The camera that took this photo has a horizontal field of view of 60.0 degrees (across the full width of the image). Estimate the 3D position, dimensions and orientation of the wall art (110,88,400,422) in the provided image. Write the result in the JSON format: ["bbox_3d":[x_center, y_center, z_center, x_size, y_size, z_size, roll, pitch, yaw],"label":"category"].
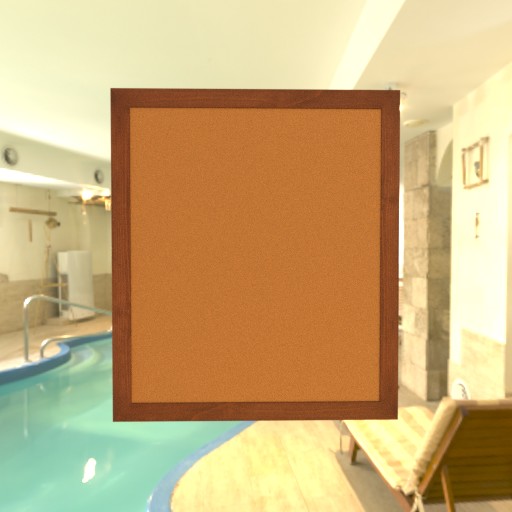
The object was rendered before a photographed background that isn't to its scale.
[{"bbox_3d":[0.000,0.000,0.524,0.330,0.381,0.030,0,1,-1],"label":"wall art"}]
